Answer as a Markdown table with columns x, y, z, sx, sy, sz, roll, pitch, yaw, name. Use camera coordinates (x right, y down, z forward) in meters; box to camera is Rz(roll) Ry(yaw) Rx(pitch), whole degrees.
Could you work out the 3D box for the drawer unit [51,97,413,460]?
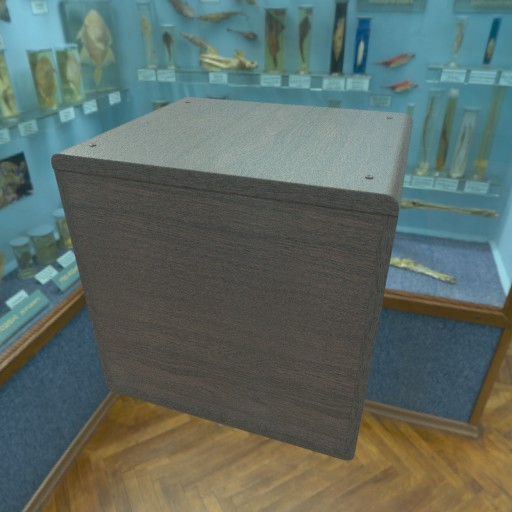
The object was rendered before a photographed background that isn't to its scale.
| x | y | z | sx | sy | sz | roll | pitch | yaw | name |
| --- | --- | --- | --- | --- | --- | --- | --- | --- | --- |
| 0.000 | 0.000 | 0.604 | 0.344 | 0.344 | 0.290 | 10 | 32 | 16 | drawer unit |
